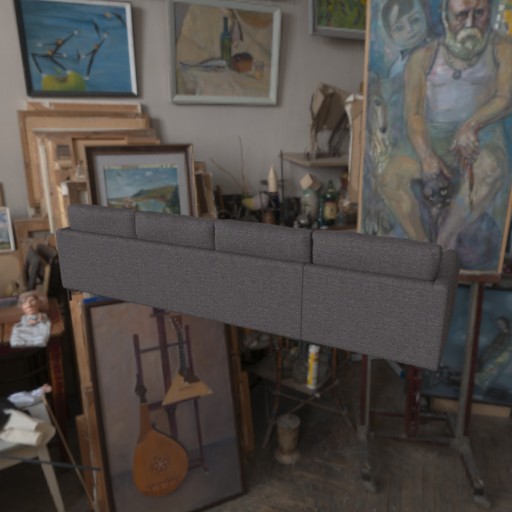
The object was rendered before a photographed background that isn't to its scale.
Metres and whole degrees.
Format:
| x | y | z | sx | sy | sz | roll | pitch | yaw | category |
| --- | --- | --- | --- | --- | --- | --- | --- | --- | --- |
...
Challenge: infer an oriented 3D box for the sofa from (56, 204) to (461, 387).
| x | y | z | sx | sy | sz | roll | pitch | yaw | category |
| --- | --- | --- | --- | --- | --- | --- | --- | --- | --- |
| 0.000 | 0.000 | 3.267 | 2.731 | 0.754 | 1.258 | 8 | 19 | 25 | sofa |
